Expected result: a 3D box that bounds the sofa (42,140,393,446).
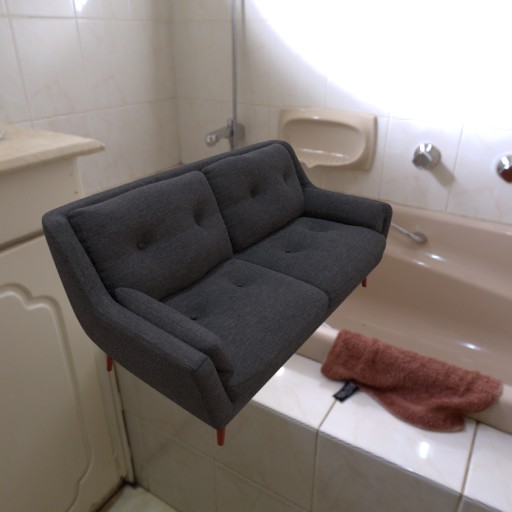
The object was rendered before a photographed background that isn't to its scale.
[{"bbox_3d":[0.000,0.000,2.414,0.975,0.896,1.929,17,31,30],"label":"sofa"}]
